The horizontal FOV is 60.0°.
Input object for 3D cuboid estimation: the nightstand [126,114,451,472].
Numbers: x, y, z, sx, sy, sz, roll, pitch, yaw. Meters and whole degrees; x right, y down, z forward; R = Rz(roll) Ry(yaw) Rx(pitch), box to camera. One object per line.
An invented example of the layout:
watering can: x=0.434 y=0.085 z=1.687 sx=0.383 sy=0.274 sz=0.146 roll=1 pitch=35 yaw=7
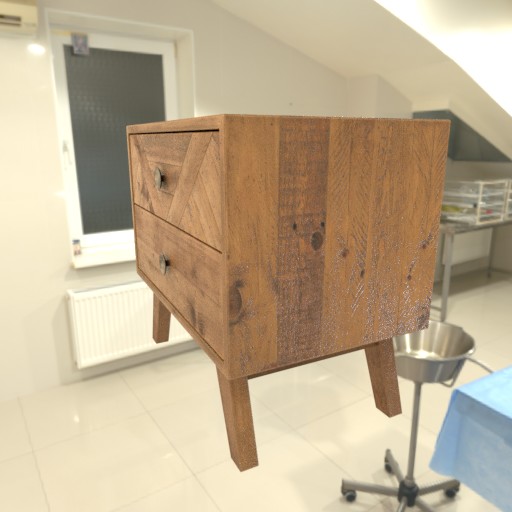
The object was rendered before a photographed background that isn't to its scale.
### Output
nightstand: x=0.000 y=0.000 z=1.045 sx=0.450 sy=0.599 sz=0.650 roll=-7 pitch=17 yaw=-26
